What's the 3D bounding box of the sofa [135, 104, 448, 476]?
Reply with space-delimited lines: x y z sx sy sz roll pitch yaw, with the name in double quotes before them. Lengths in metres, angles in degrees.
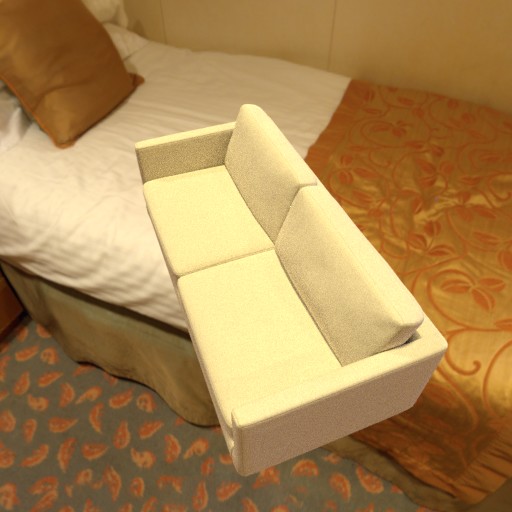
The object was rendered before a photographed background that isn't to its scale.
"sofa" 0.000 0.000 2.498 0.965 0.889 1.981 -16 49 -14
